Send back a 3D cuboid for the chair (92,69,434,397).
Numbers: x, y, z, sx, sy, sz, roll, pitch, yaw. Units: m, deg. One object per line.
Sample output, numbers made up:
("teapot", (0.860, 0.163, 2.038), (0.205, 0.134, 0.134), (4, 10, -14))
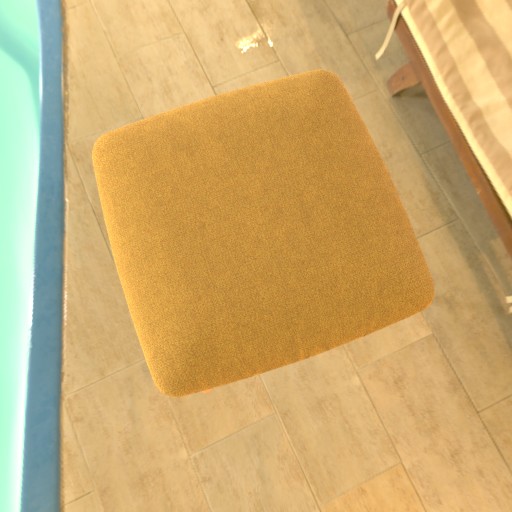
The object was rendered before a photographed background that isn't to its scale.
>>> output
("chair", (0.000, 0.000, 0.705), (0.350, 0.440, 0.350), (-18, 76, -5))
